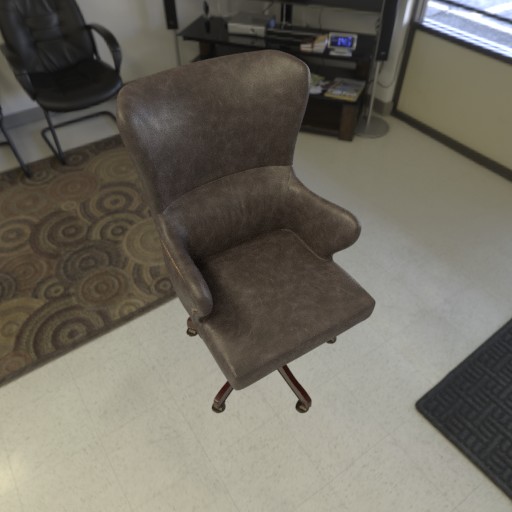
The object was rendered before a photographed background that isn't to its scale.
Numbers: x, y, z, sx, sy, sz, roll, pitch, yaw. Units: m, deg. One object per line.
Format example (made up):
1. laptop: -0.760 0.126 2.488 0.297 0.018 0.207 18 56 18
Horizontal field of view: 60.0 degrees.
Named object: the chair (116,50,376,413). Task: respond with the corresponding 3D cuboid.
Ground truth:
1. chair: 0.000 0.000 1.454 0.594 1.037 0.717 -24 51 -21
